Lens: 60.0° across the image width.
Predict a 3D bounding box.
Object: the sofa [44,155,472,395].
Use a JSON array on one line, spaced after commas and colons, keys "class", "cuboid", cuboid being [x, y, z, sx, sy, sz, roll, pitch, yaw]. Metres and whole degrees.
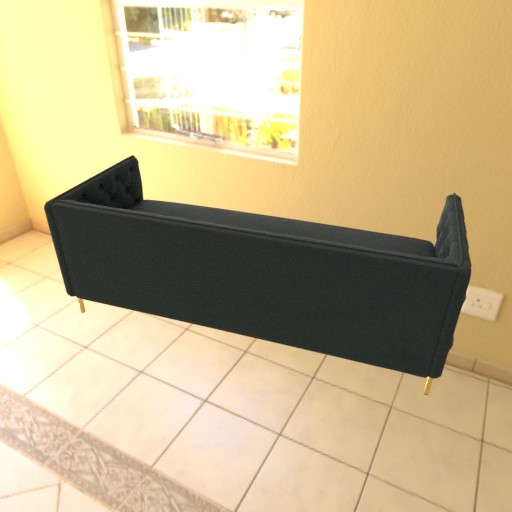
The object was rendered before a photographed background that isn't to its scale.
[{"class": "sofa", "cuboid": [0.000, 0.000, 2.650, 2.209, 0.771, 0.895, 10, 32, 16]}]
